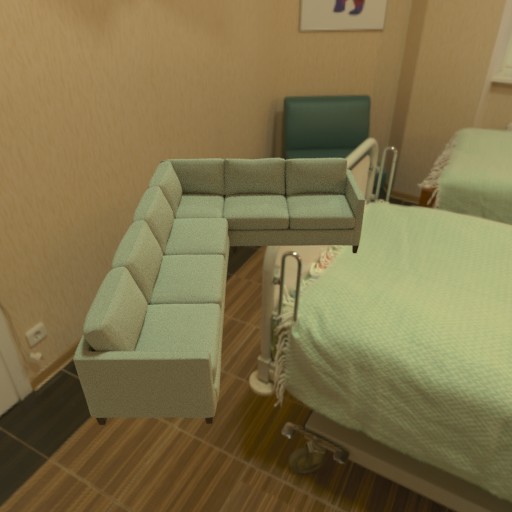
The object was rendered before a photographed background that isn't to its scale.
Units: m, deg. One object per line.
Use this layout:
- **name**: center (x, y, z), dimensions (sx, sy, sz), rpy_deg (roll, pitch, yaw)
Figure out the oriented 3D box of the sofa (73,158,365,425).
- **sofa**: center (0.000, 0.000, 4.436), dimensions (2.522, 0.934, 3.333), rpy_deg (0, 33, -1)
